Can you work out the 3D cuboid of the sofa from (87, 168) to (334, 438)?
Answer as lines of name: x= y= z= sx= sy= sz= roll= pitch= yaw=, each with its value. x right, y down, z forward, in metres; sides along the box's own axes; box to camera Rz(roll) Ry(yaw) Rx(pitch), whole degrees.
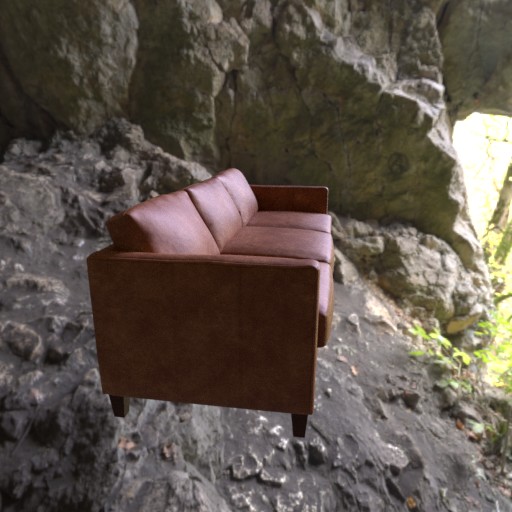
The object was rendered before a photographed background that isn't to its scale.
sofa: x=0.000 y=0.000 z=3.003 sx=1.045 sy=1.006 sz=2.464 roll=3 pitch=16 yaw=9
